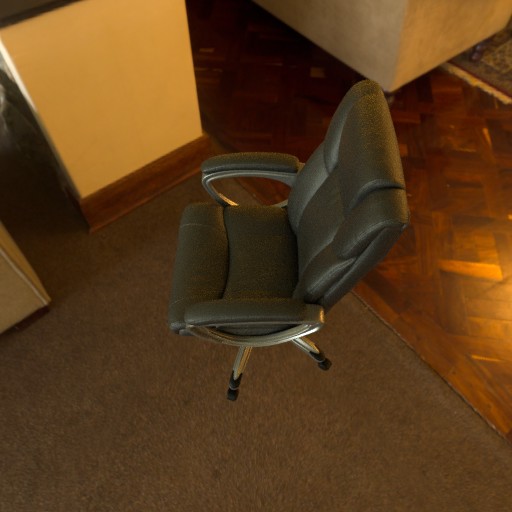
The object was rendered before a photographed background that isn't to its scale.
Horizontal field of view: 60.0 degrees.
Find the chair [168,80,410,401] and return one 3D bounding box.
[{"bbox_3d":[0.000,0.000,1.554,0.719,1.130,0.721,2,57,1],"label":"chair"}]
